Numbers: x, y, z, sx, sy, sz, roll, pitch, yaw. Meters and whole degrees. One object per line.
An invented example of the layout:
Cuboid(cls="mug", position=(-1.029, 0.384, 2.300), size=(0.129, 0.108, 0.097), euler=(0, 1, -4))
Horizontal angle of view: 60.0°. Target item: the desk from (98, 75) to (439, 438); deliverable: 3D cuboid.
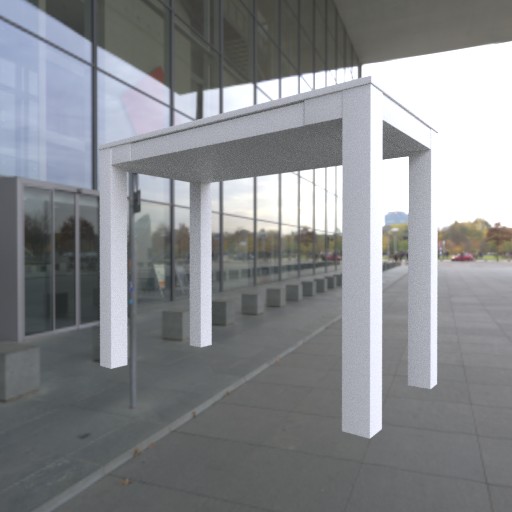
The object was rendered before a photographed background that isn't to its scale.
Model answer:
Cuboid(cls="desk", position=(0.000, 0.000, 1.425), size=(0.990, 0.762, 0.497), euler=(0, 1, 38))
